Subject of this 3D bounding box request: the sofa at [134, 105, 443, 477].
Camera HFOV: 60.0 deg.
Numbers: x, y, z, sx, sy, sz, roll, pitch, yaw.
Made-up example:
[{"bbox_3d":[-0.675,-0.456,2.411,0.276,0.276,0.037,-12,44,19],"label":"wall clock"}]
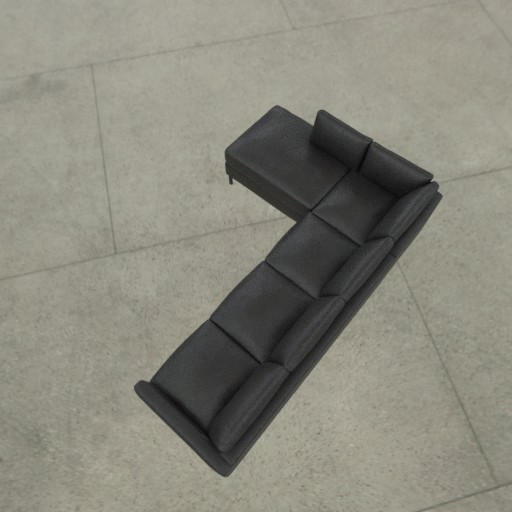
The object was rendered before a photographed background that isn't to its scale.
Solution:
[{"bbox_3d":[0.000,0.000,3.912,1.938,0.877,2.984,37,69,17],"label":"sofa"}]
